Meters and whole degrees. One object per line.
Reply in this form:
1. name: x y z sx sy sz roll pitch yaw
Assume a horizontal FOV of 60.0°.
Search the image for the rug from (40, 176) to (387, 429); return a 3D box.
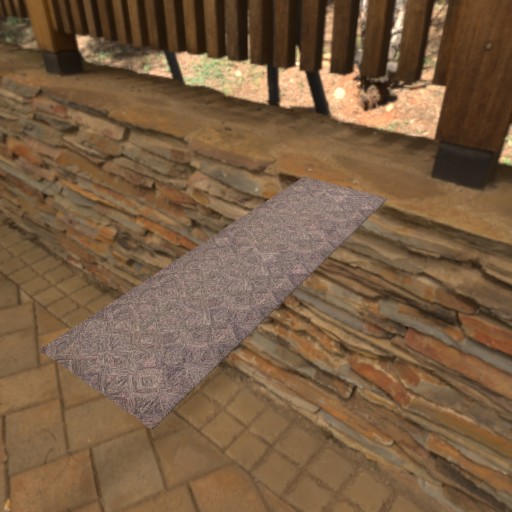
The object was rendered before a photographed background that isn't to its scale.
1. rug: 0.000 0.000 2.539 0.691 0.011 2.296 21 39 29
